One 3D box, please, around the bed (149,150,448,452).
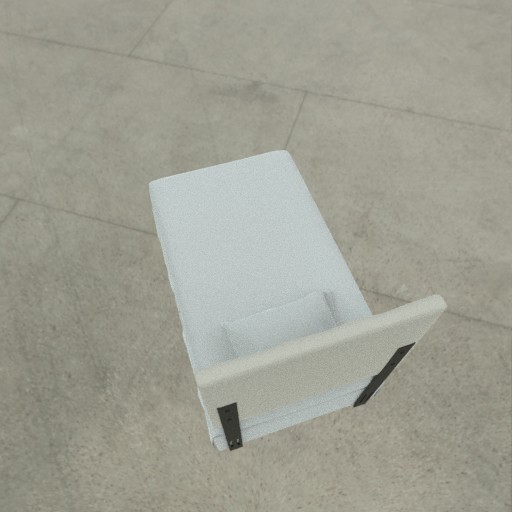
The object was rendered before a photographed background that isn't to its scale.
[{"bbox_3d":[0.000,0.000,2.994,1.261,1.571,1.997,-16,59,-10],"label":"bed"}]
